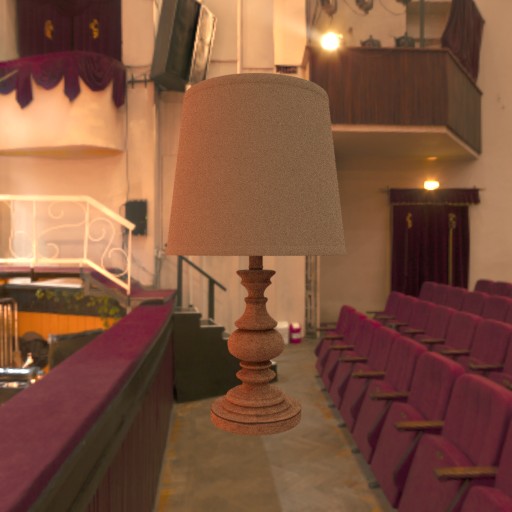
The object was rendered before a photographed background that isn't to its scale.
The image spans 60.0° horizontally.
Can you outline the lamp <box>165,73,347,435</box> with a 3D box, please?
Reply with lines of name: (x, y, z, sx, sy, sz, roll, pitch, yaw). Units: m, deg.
lamp: (0.000, 0.000, 0.680, 0.273, 0.497, 0.273, 0, 1, 0)
